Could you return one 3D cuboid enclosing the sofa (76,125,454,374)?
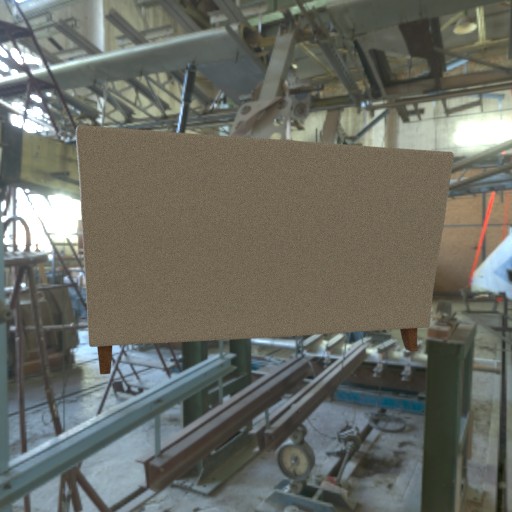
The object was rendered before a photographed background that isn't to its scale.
[{"bbox_3d":[0.000,0.000,2.079,1.482,0.890,0.888,0,1,-16],"label":"sofa"}]
